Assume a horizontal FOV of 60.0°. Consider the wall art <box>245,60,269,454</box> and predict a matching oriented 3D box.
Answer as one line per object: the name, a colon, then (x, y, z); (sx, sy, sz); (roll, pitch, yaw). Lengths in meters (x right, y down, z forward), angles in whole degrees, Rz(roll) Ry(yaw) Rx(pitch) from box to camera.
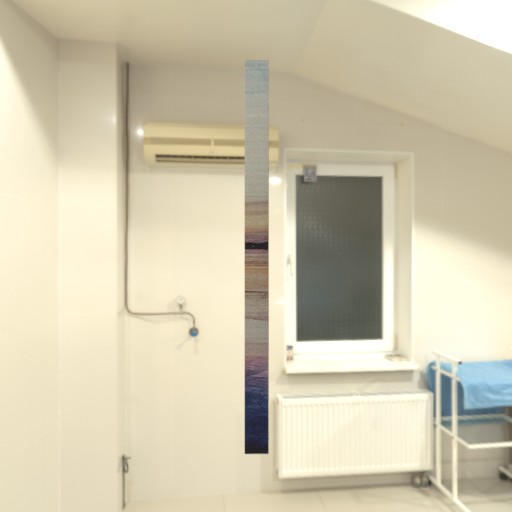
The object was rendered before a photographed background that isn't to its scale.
wall art: (0.000, 0.000, 1.135); (0.037, 0.605, 0.911); (0, 0, 0)
